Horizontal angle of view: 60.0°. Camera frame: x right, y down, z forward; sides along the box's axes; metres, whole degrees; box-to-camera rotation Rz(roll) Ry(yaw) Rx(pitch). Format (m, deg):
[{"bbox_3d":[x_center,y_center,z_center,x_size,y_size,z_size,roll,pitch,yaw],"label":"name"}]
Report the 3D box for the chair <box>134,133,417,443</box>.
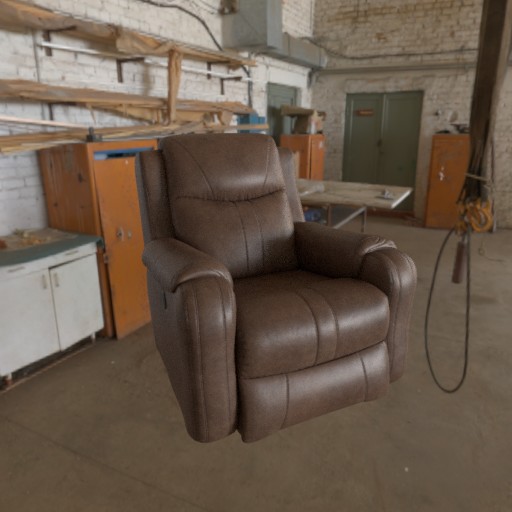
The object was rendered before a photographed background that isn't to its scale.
[{"bbox_3d":[0.000,0.000,1.875,0.940,0.990,1.067,-8,18,-26],"label":"chair"}]
